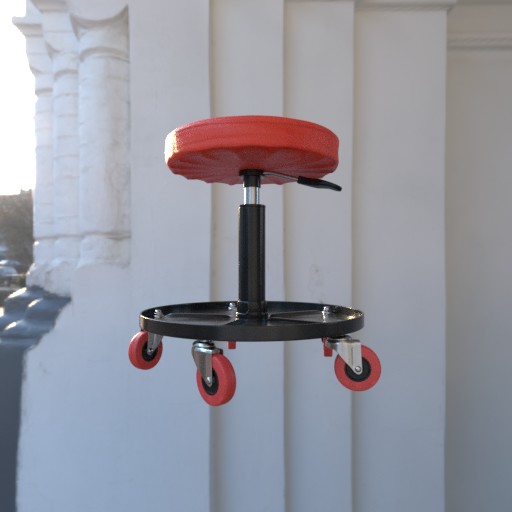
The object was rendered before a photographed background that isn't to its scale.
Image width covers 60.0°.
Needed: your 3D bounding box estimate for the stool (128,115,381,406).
[{"bbox_3d":[0.000,0.000,0.701,0.382,0.365,0.381,0,-1,17],"label":"stool"}]
